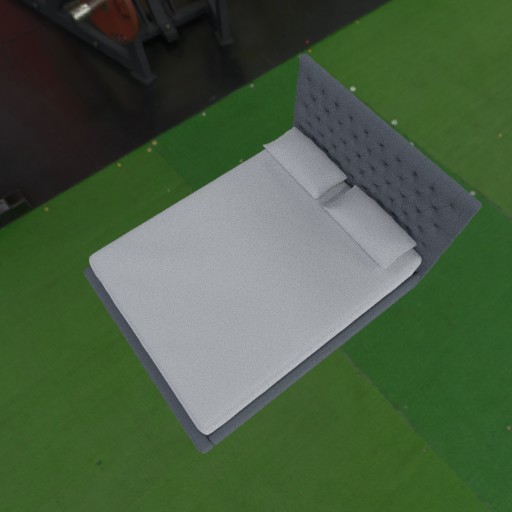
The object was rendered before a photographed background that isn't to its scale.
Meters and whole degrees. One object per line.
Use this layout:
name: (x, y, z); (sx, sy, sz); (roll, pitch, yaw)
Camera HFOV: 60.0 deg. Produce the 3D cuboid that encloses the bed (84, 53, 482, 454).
bed: (0.000, 0.000, 3.315); (2.231, 1.427, 1.698); (-34, 69, -16)
